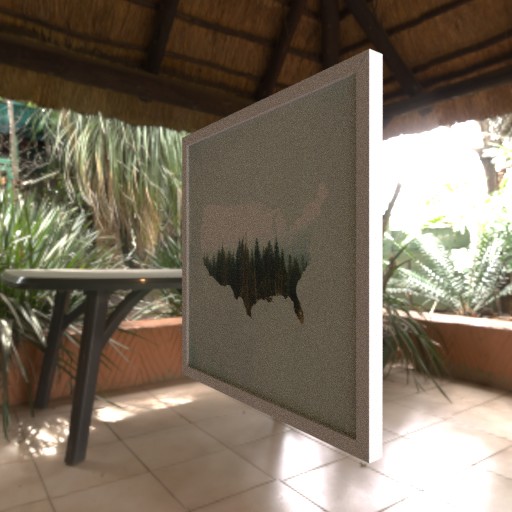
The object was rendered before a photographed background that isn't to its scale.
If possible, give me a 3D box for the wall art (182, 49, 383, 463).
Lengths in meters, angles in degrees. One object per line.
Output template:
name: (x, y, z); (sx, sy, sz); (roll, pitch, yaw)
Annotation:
wall art: (0.000, 0.000, 1.134); (0.038, 0.762, 0.762); (0, 0, -36)
